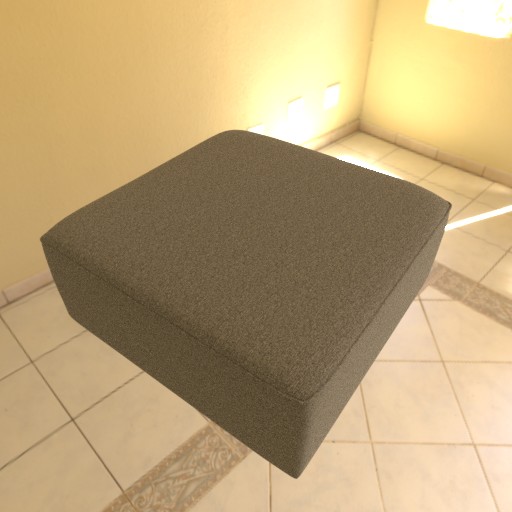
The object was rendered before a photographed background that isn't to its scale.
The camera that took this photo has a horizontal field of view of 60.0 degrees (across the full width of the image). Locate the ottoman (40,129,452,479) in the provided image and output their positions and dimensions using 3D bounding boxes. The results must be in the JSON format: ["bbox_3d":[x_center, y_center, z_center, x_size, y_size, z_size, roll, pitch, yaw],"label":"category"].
[{"bbox_3d":[0.000,0.000,1.586,1.015,0.464,1.005,26,47,27],"label":"ottoman"}]
